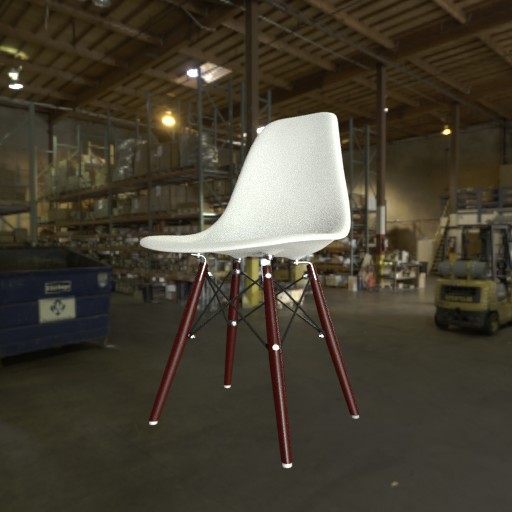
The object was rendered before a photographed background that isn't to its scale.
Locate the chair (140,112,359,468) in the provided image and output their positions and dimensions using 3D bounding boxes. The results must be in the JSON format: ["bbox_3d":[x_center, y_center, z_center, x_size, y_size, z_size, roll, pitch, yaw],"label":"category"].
[{"bbox_3d":[0.000,0.000,1.126,0.470,0.826,0.533,1,2,33],"label":"chair"}]
